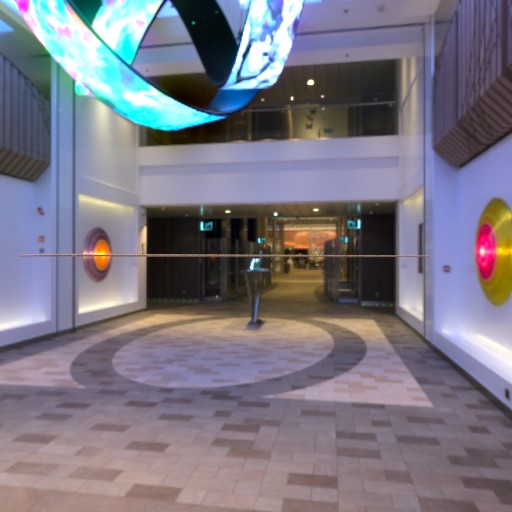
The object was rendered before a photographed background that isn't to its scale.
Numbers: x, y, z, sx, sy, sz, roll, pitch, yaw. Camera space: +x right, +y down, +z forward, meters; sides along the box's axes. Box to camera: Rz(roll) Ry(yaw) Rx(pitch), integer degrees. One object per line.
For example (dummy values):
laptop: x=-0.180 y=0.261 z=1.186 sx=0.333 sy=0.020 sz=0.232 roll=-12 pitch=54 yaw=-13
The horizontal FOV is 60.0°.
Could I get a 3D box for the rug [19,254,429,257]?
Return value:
rug: x=0.000 y=0.000 z=2.671 sx=2.439 sy=0.008 sz=0.762 roll=0 pitch=0 yaw=-36
